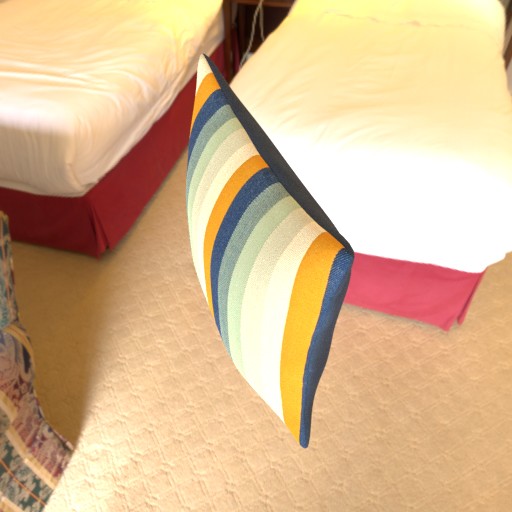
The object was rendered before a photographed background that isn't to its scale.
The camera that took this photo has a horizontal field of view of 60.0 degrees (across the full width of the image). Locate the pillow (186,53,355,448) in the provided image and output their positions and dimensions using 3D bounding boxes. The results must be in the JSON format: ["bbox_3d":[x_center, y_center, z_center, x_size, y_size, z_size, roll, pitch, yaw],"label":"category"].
[{"bbox_3d":[0.000,0.000,0.695,0.173,0.454,0.463,-16,48,-14],"label":"pillow"}]
